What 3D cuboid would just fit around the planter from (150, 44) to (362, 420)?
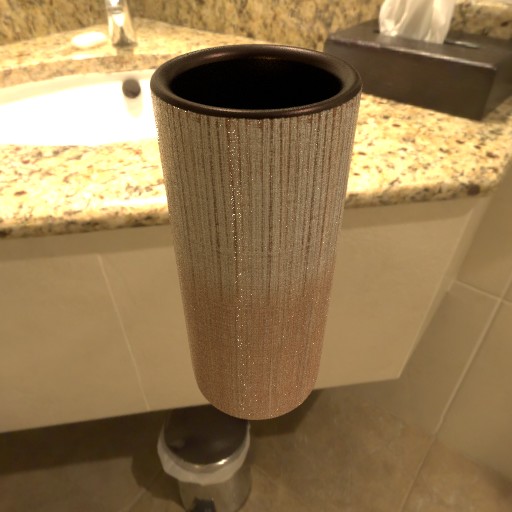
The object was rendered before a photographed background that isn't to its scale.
[{"bbox_3d":[0.000,0.000,0.282,0.100,0.227,0.100,0,40,-1],"label":"planter"}]
